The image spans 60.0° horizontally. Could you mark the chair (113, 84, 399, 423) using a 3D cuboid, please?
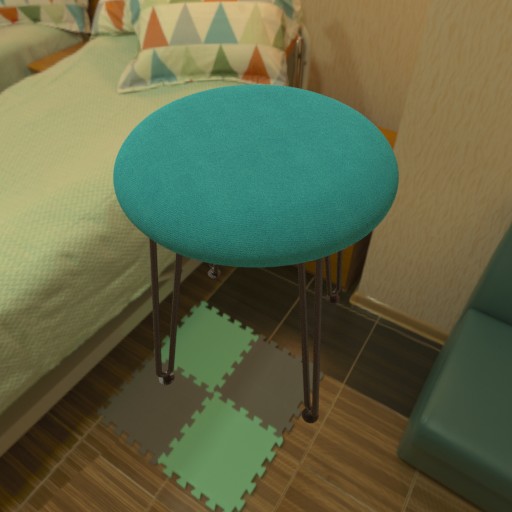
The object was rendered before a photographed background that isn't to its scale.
[{"bbox_3d":[0.000,0.000,0.680,0.350,0.430,0.350,2,46,2],"label":"chair"}]
